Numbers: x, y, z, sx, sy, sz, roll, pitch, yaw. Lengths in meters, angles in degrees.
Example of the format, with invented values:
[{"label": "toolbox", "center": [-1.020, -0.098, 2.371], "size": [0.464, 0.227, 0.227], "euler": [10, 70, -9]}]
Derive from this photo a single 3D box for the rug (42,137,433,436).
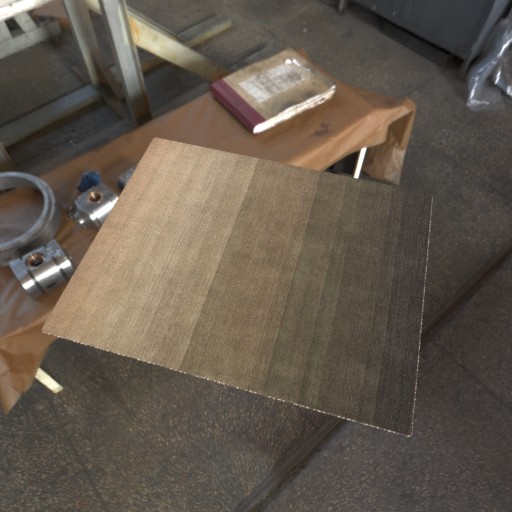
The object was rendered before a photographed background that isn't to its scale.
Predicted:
[{"label": "rug", "center": [0.000, 0.000, 3.894], "size": [2.902, 0.017, 2.306], "euler": [13, 58, 8]}]
